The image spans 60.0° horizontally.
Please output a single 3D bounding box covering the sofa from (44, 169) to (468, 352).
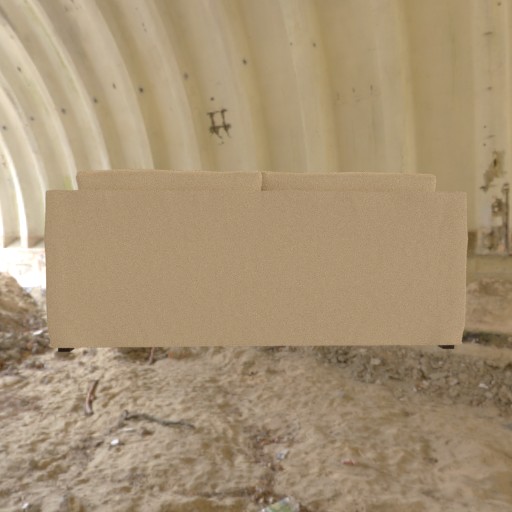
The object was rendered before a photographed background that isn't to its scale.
[{"bbox_3d":[0.000,0.000,2.498,1.987,0.870,0.940,0,1,-2],"label":"sofa"}]
